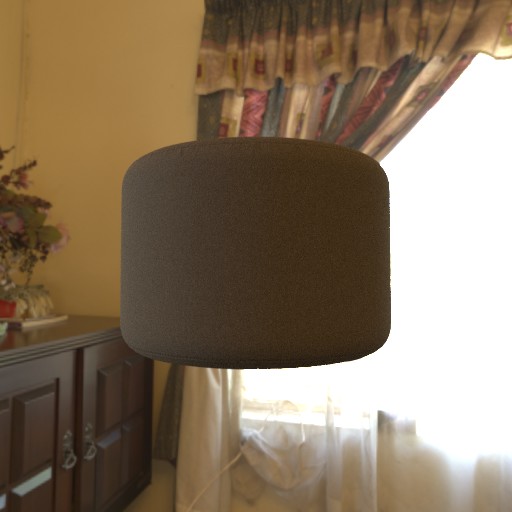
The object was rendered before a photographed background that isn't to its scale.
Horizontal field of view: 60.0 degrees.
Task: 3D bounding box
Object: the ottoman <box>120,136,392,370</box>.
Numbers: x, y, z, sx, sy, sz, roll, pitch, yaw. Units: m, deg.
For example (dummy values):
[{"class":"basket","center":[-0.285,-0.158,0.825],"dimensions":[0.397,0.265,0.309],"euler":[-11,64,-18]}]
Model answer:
[{"class":"ottoman","center":[0.000,0.000,1.042],"dimensions":[0.608,0.433,0.608],"euler":[0,-2,0]}]
